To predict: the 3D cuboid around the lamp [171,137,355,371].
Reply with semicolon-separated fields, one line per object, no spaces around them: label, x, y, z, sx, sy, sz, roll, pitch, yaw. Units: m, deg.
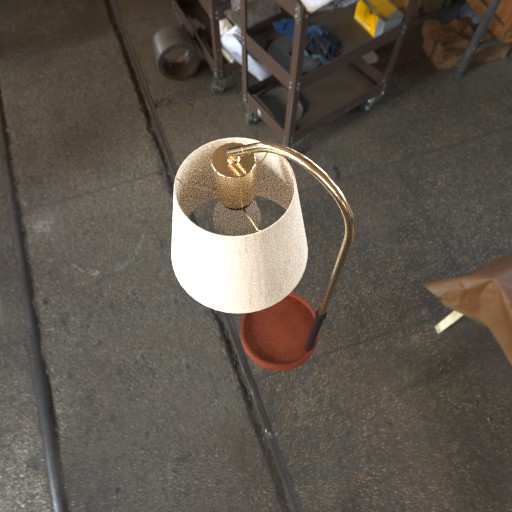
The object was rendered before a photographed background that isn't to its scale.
lamp;0.000;0.000;0.667;0.273;0.536;0.211;33;68;16
